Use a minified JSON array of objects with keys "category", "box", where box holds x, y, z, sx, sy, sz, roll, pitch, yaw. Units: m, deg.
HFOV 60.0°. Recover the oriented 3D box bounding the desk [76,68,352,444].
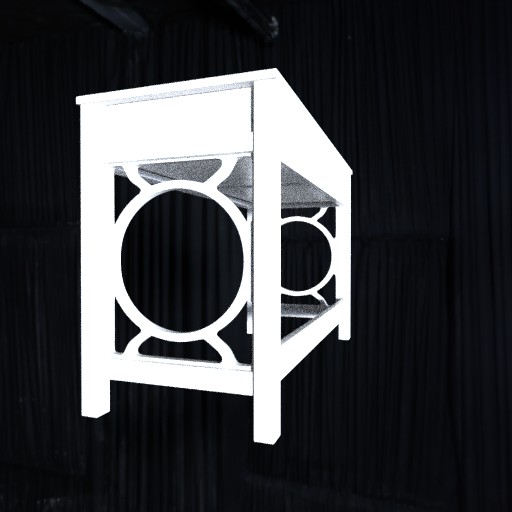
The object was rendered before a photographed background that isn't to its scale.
[{"category":"desk","box":[0.000,0.000,1.532,0.504,0.762,1.191,0,1,19]}]
